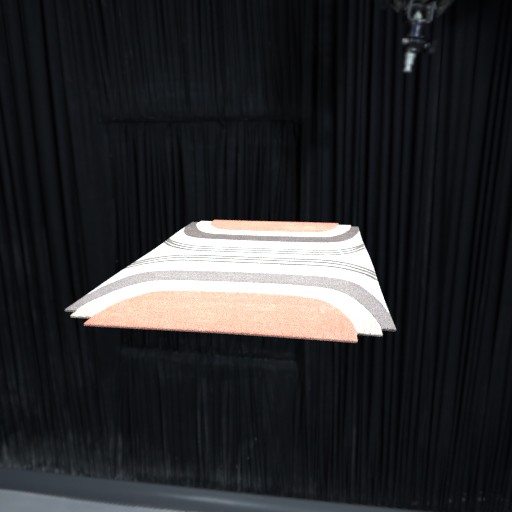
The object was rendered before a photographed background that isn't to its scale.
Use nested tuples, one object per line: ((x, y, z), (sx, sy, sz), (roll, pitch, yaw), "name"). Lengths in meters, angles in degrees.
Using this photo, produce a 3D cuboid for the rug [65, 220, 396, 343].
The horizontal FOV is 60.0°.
((0.000, 0.000, 3.030), (1.530, 0.017, 2.446), (2, 16, 8), "rug")
